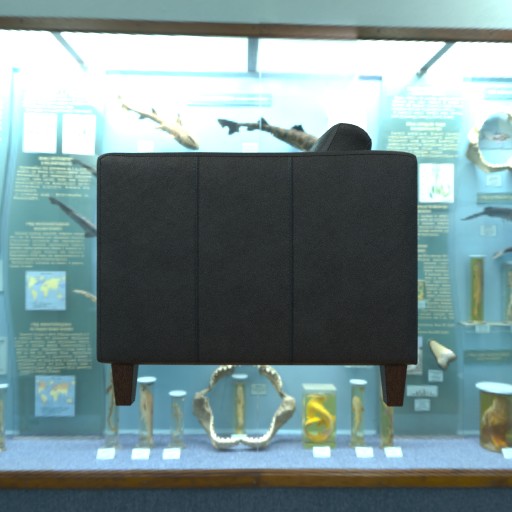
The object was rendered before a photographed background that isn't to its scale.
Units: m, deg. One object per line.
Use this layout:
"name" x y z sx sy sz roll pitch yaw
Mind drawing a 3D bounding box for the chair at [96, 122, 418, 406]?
"chair" 0.000 0.000 1.615 0.862 0.811 0.939 0 0 0
